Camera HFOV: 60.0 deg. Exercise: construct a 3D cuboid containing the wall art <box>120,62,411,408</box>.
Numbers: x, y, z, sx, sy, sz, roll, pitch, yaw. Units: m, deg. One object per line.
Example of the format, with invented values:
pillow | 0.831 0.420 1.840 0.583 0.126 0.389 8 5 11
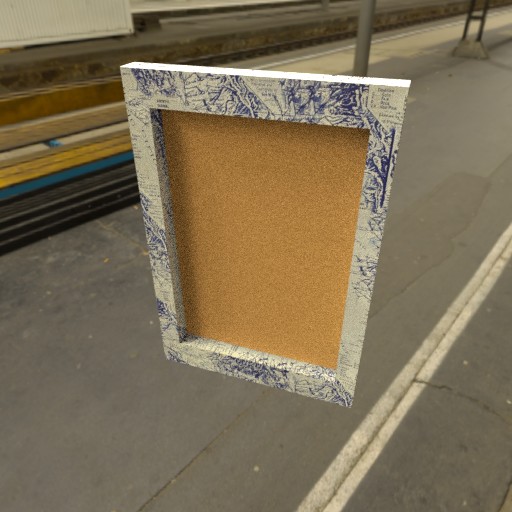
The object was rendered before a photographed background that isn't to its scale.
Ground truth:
wall art | 0.000 0.000 0.484 0.255 0.376 0.025 10 35 16
